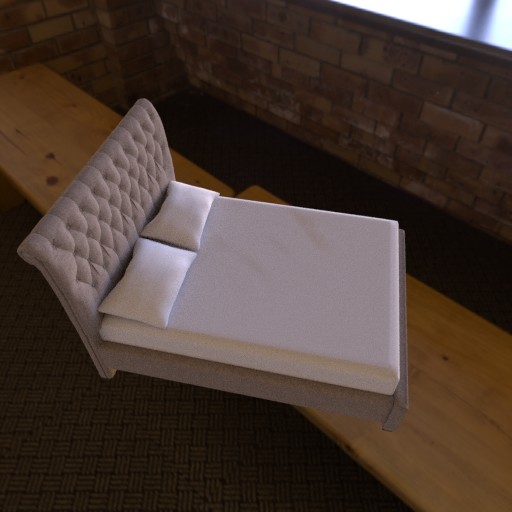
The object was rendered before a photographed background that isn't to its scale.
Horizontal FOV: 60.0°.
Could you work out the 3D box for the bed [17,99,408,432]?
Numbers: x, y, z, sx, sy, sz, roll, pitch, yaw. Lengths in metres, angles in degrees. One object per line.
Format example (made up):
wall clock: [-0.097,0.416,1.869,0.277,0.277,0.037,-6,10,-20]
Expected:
bed: [0.000,0.000,3.200,2.252,1.371,1.645,9,47,8]
